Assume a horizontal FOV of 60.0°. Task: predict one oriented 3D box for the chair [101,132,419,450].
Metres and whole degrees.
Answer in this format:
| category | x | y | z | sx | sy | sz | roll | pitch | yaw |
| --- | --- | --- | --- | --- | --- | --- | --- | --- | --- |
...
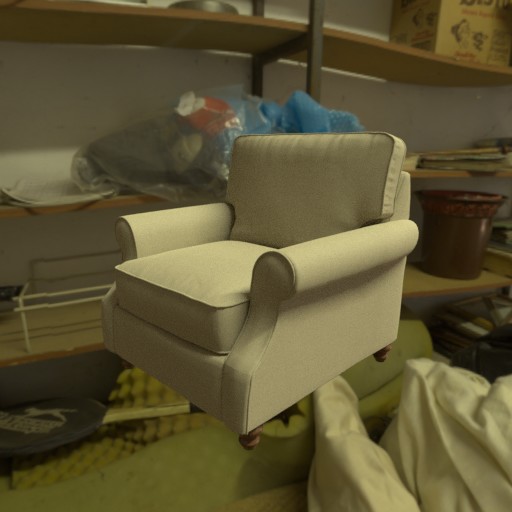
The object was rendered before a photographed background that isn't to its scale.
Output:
| category | x | y | z | sx | sy | sz | roll | pitch | yaw |
| --- | --- | --- | --- | --- | --- | --- | --- | --- | --- |
| chair | 0.000 | 0.000 | 1.794 | 1.029 | 0.967 | 0.966 | 14 | 20 | 43 |
